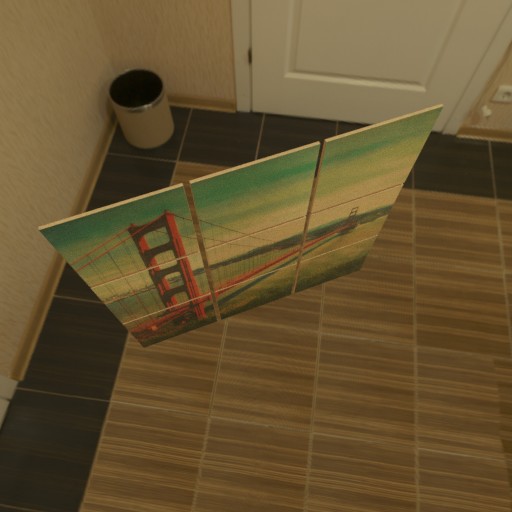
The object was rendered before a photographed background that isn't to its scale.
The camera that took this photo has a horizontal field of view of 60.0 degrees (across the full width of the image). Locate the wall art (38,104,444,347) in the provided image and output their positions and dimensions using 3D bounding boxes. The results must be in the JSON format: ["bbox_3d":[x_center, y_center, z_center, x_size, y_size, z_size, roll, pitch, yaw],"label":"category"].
[{"bbox_3d":[0.000,0.000,2.241,1.519,1.507,0.014,-19,65,-9],"label":"wall art"}]
